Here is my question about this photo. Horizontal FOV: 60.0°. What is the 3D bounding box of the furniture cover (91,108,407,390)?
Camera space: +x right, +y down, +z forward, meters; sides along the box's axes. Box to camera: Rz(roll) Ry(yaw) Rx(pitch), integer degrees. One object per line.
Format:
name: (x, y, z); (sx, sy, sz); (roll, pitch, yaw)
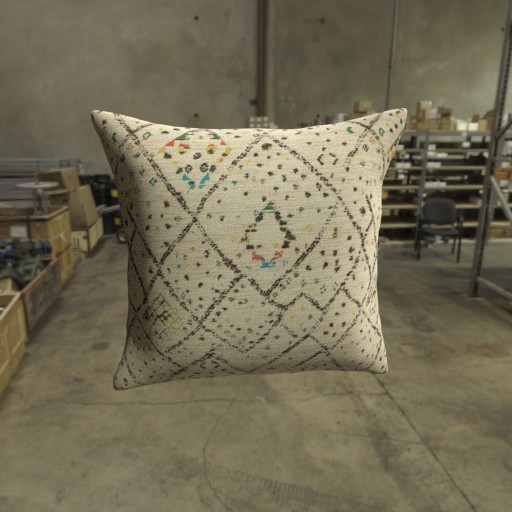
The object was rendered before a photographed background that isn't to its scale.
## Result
furniture cover: (0.000, 0.000, 0.782); (0.525, 0.498, 0.180); (-2, 16, -7)
